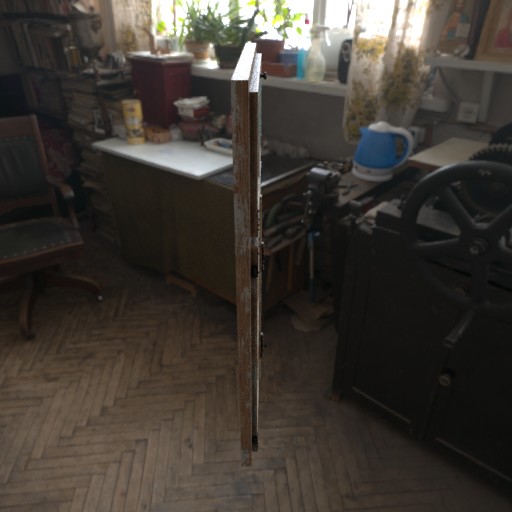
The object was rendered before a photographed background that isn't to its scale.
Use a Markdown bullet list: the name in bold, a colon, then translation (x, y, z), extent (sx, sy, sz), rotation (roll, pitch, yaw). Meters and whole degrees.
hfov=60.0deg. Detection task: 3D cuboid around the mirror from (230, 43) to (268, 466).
- **mirror**: translation (0.000, 0.000, 1.470), extent (0.083, 1.213, 0.707), rotation (1, 31, 1)
